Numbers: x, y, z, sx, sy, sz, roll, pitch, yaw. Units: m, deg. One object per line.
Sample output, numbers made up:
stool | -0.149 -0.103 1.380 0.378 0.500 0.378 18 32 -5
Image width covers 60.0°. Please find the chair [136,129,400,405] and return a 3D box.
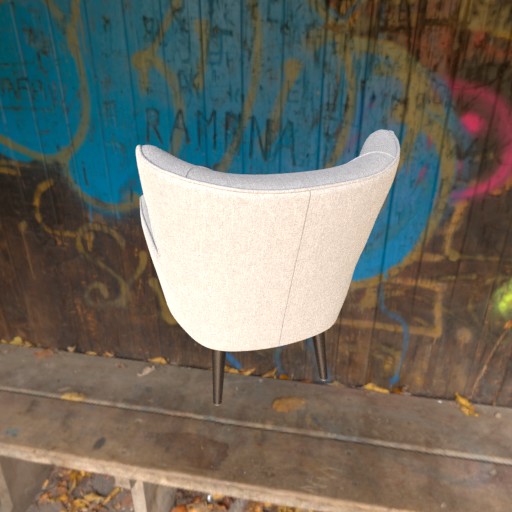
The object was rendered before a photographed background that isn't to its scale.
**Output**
chair | 0.000 0.000 1.631 0.781 0.933 0.888 -8 27 -16
